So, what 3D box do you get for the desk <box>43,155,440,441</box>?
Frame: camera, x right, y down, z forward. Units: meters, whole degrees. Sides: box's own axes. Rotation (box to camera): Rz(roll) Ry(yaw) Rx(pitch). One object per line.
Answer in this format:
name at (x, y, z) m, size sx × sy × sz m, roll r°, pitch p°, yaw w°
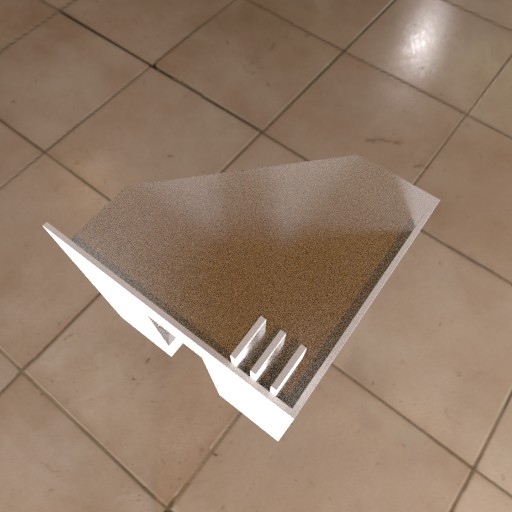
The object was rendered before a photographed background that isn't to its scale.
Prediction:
desk at (0.000, 0.000, 1.776) m, size 0.940 × 0.986 × 0.940 m, roll 34°, pitch 69°, yaw 15°
